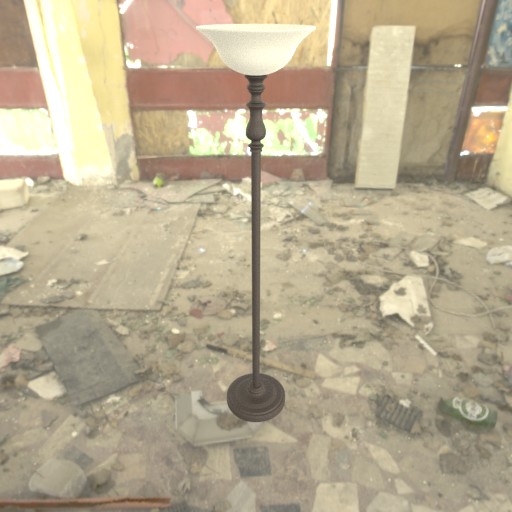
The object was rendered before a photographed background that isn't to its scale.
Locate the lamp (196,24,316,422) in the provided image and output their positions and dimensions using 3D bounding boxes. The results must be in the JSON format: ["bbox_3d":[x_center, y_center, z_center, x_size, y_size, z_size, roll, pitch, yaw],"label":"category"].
[{"bbox_3d":[0.000,0.000,1.952,0.405,1.797,0.405,11,32,18],"label":"lamp"}]
